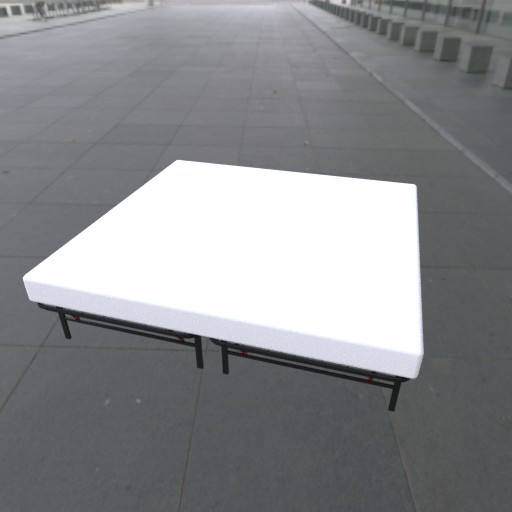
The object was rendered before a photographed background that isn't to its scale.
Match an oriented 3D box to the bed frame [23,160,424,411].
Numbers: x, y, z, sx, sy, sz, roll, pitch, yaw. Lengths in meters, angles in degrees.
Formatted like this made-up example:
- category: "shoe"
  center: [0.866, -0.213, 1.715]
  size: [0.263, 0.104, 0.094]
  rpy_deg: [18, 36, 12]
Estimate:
- category: "bed frame"
  center: [0.000, 0.000, 3.017]
  size: [2.033, 0.525, 1.935]
  rpy_deg: [9, 32, 14]
